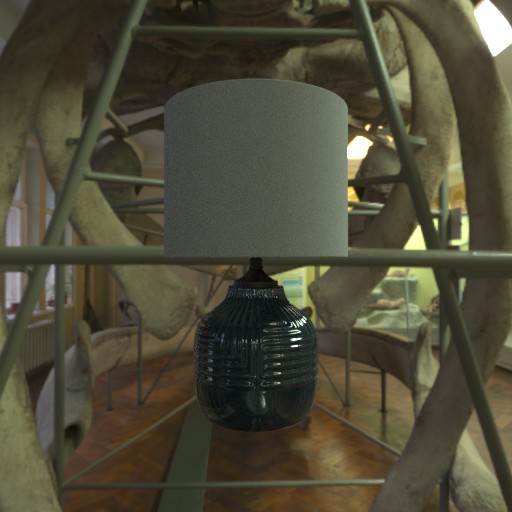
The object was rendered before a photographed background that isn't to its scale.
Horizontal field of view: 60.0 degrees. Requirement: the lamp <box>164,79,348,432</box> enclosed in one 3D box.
[{"bbox_3d":[0.000,0.000,0.782,0.318,0.567,0.318,0,0,0],"label":"lamp"}]
